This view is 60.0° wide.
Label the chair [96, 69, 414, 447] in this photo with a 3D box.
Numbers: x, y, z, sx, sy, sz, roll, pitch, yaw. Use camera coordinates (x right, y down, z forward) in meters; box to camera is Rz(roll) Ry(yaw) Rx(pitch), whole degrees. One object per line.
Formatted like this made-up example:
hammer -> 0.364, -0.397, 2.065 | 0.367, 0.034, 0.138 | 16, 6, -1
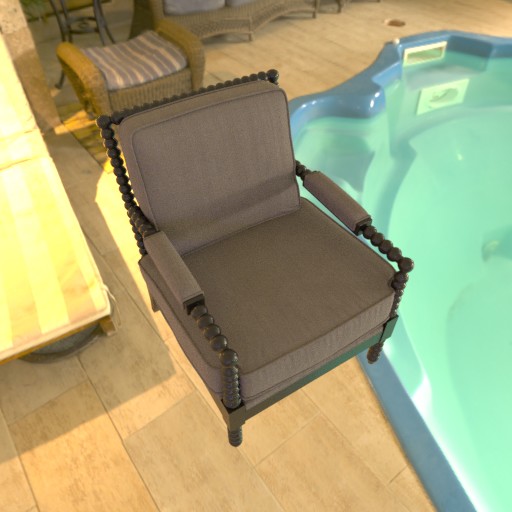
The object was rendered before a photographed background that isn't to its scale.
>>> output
chair -> 0.000, 0.000, 1.153 | 0.540, 0.661, 0.622 | -24, 51, -21
